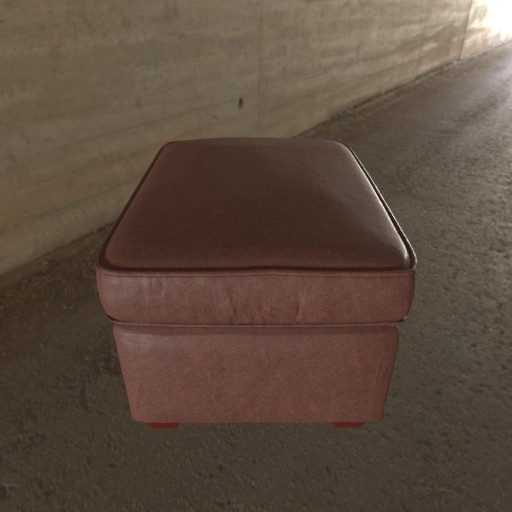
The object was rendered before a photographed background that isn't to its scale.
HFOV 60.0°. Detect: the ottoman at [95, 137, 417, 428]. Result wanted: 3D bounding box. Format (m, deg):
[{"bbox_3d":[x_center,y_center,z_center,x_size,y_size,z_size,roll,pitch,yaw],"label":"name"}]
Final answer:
[{"bbox_3d":[0.000,0.000,1.102,0.548,0.449,0.749,0,31,0],"label":"ottoman"}]
